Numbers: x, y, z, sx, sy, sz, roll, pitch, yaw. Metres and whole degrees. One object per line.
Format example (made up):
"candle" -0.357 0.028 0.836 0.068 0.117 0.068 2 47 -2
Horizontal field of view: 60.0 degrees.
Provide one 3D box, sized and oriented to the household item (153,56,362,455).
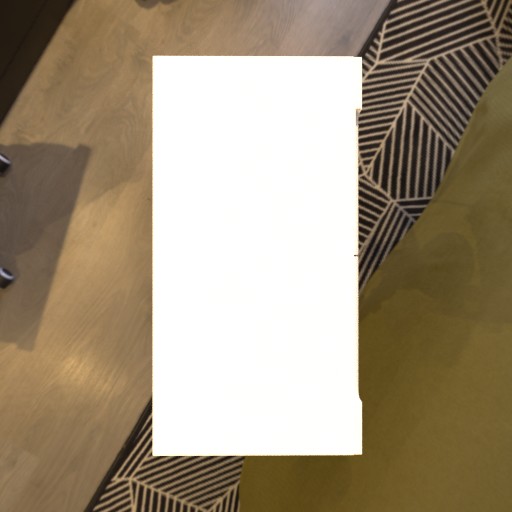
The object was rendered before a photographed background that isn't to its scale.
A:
"household item" 0.000 0.000 1.323 0.420 0.870 0.800 0 90 0
